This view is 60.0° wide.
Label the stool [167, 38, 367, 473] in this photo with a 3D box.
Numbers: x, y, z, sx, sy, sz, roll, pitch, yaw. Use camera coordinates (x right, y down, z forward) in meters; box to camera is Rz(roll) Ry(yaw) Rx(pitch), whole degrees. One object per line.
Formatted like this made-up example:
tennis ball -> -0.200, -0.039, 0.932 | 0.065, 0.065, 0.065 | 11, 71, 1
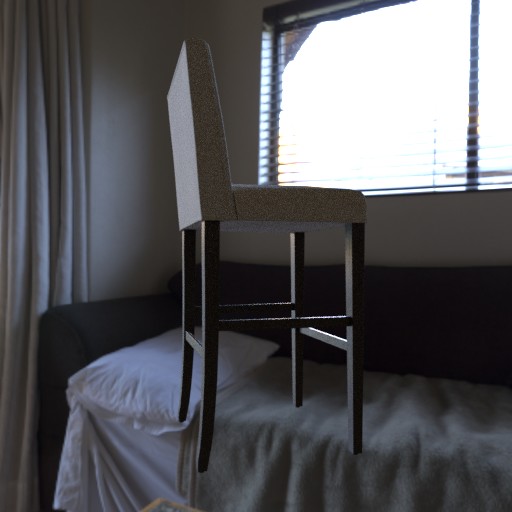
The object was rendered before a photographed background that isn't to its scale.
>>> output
stool -> 0.000, 0.000, 1.386 | 0.509, 1.116, 0.474 | 0, -1, -17
